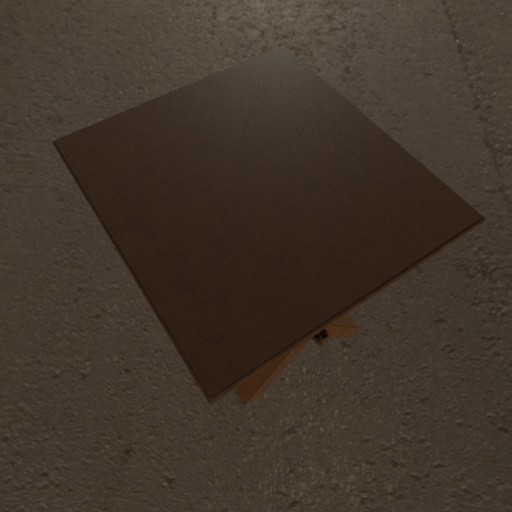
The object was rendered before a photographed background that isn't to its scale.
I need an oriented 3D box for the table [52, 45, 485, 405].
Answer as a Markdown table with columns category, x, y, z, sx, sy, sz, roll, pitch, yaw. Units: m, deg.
| category | x | y | z | sx | sy | sz | roll | pitch | yaw |
| --- | --- | --- | --- | --- | --- | --- | --- | --- | --- |
| table | 0.000 | 0.000 | 1.055 | 0.560 | 0.562 | 0.602 | -30 | 63 | -17 |
